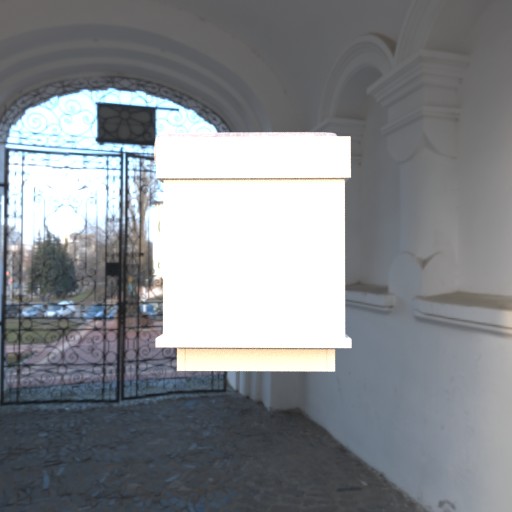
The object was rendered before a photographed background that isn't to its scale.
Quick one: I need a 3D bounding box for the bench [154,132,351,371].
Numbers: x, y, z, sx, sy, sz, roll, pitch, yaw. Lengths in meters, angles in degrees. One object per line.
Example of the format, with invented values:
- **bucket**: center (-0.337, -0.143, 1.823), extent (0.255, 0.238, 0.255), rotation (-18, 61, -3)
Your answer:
- **bench**: center (0.000, 0.000, 1.395), extent (0.363, 0.453, 1.196), rotation (0, -1, 1)
